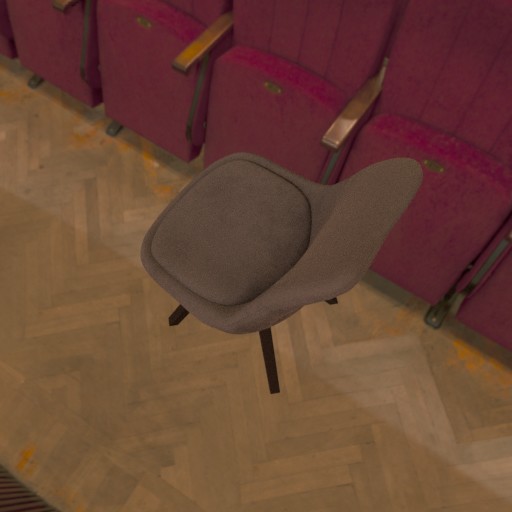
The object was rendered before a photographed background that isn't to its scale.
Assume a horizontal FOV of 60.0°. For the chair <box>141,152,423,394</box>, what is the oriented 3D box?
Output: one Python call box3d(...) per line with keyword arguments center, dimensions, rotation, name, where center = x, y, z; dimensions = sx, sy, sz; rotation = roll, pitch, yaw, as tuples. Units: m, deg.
box3d(center=(0.000, 0.000, 1.166), dimensions=(0.550, 0.850, 0.476), rotation=(32, 68, 15), name="chair")
